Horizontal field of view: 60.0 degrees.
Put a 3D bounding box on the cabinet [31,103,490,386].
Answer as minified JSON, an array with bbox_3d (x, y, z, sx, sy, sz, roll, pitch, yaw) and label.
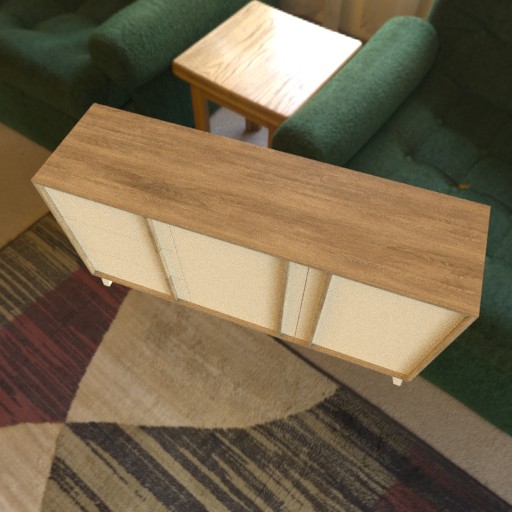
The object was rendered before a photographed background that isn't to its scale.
[{"bbox_3d":[0.000,0.000,1.969,1.600,0.870,0.450,17,60,10],"label":"cabinet"}]
